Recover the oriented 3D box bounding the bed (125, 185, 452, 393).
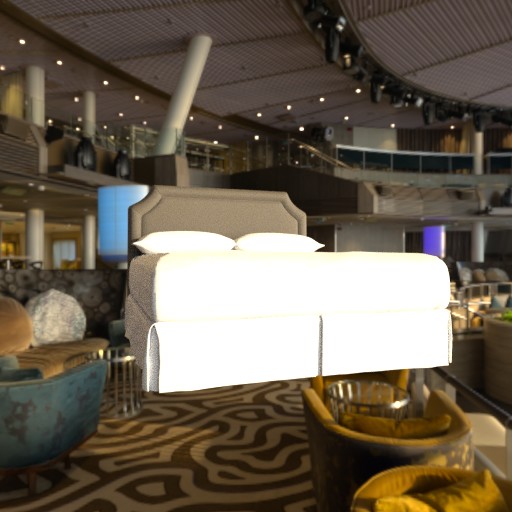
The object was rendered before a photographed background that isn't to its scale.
[{"bbox_3d":[0.000,0.000,3.971,2.194,1.561,2.536,0,0,-19],"label":"bed"}]
